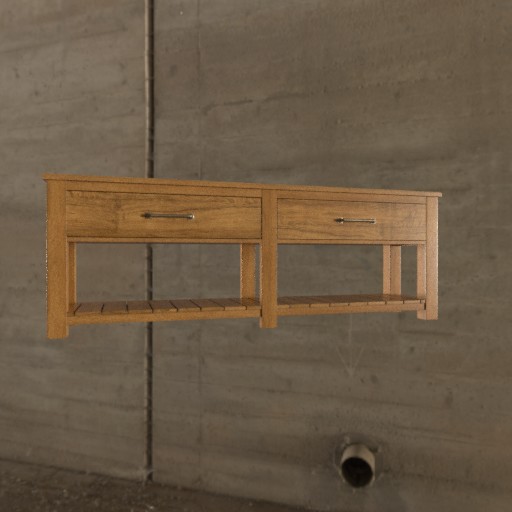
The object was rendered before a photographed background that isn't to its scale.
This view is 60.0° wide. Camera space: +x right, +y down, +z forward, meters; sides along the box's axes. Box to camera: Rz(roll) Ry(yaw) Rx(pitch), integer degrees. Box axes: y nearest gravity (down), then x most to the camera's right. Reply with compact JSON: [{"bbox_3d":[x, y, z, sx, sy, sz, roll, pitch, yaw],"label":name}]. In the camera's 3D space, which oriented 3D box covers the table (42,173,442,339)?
[{"bbox_3d":[0.000,0.000,2.133,1.815,0.635,0.425,0,0,-17],"label":"table"}]
